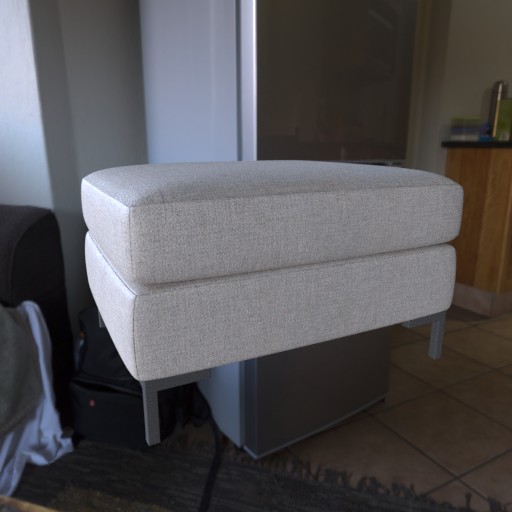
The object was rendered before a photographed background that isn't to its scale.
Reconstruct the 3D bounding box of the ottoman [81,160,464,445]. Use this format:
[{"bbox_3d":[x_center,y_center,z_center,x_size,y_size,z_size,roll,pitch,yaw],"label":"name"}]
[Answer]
[{"bbox_3d":[0.000,0.000,1.195,0.820,0.490,0.671,-7,16,-26],"label":"ottoman"}]
